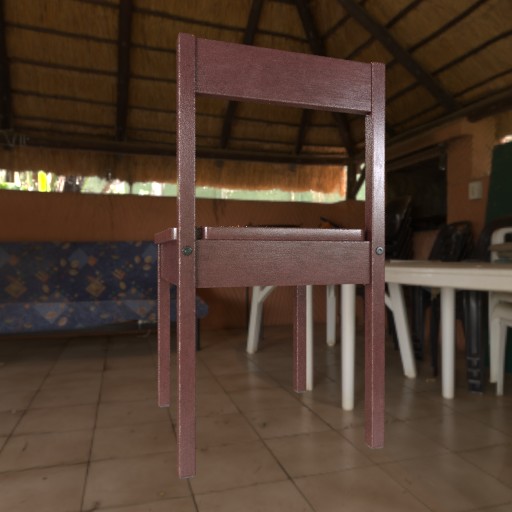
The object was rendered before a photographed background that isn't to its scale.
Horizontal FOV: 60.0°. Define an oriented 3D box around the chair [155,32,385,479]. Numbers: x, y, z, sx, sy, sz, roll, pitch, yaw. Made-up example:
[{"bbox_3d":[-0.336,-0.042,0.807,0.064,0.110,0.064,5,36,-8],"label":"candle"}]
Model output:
[{"bbox_3d":[0.000,0.000,0.883,0.367,0.668,0.361,0,0,-18],"label":"chair"}]
